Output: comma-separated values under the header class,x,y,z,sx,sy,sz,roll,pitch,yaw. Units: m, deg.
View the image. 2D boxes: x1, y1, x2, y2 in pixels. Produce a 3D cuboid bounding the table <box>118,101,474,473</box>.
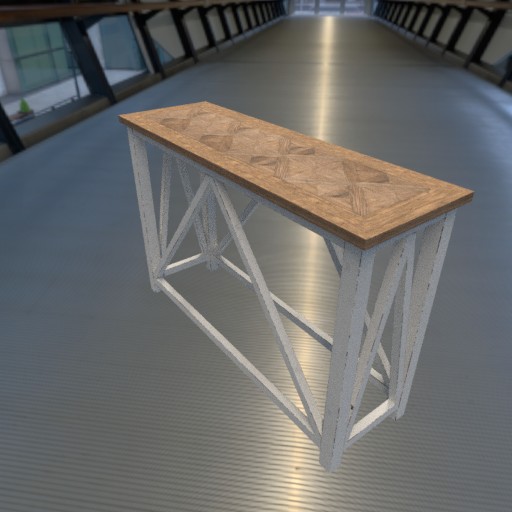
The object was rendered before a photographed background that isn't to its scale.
class,x,y,z,sx,sy,sz,roll,pitch,yaw
table,0.000,0.000,1.823,0.450,0.930,1.400,-22,38,-31
